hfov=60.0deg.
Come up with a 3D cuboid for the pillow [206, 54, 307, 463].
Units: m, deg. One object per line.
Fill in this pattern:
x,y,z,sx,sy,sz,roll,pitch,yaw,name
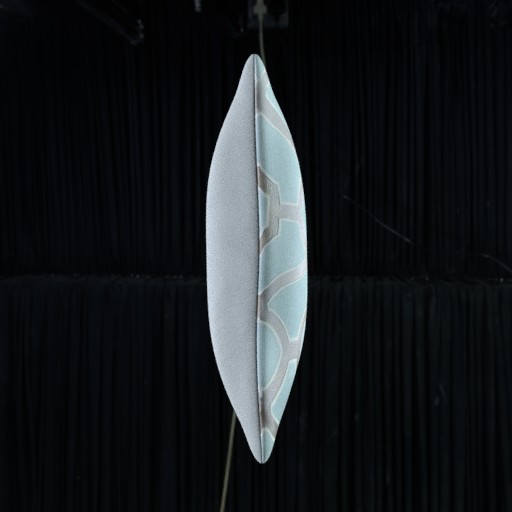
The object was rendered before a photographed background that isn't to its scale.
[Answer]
0.000,0.000,0.819,0.166,0.508,0.552,0,1,-1,pillow
